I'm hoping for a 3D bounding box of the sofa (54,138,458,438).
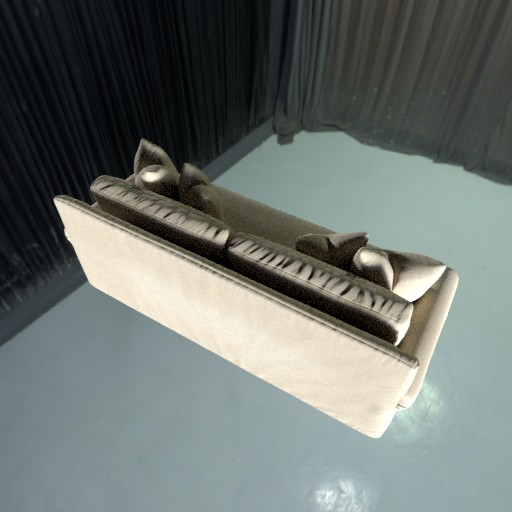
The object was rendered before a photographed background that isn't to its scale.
[{"bbox_3d":[0.000,0.000,2.779,2.285,0.904,1.067,24,51,20],"label":"sofa"}]
